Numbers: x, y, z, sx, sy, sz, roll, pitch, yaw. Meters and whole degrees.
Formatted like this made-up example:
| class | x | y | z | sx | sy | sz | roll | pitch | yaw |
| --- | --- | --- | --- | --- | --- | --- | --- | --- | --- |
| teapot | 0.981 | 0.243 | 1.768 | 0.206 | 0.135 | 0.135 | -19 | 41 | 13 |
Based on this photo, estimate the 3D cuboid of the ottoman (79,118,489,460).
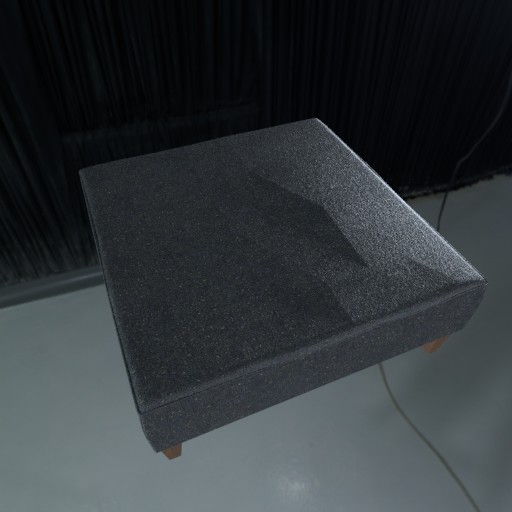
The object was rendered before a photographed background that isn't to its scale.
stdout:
| class | x | y | z | sx | sy | sz | roll | pitch | yaw |
| --- | --- | --- | --- | --- | --- | --- | --- | --- | --- |
| ottoman | 0.000 | 0.000 | 1.507 | 0.968 | 0.382 | 1.004 | -17 | 48 | -16 |
